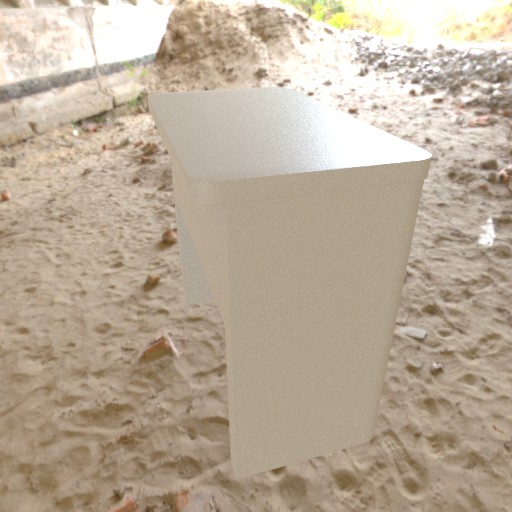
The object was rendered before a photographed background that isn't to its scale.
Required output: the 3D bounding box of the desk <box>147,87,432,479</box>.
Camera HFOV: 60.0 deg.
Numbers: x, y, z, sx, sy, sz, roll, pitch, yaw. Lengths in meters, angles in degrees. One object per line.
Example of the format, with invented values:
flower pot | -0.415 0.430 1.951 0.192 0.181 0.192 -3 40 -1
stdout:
desk | 0.000 0.000 1.244 0.446 0.760 0.790 -9 31 -15
